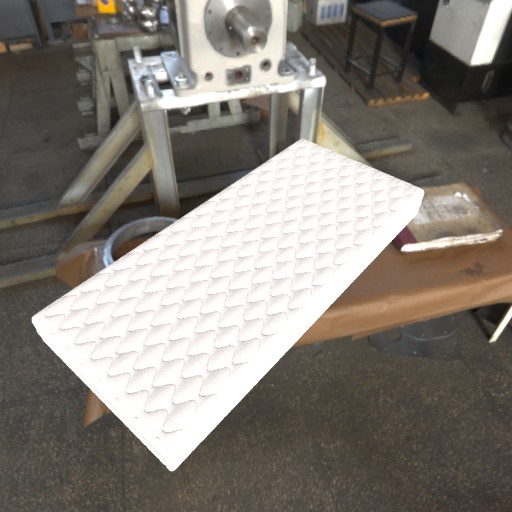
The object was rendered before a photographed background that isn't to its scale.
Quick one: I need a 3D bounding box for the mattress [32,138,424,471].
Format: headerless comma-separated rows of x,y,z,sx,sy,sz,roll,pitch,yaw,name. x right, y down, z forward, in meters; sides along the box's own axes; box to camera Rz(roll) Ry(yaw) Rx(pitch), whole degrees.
0.000,0.000,2.320,0.900,0.200,2.000,31,53,27,mattress
